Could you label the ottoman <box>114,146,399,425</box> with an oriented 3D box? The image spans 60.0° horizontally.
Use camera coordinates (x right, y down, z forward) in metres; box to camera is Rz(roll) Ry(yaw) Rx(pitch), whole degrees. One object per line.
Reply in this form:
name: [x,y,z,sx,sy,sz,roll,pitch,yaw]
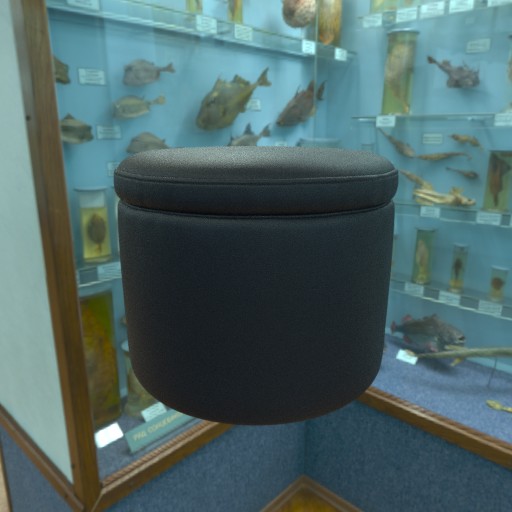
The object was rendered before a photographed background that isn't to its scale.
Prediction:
ottoman: [0.000,0.000,0.857,0.501,0.409,0.501,0,15,0]
